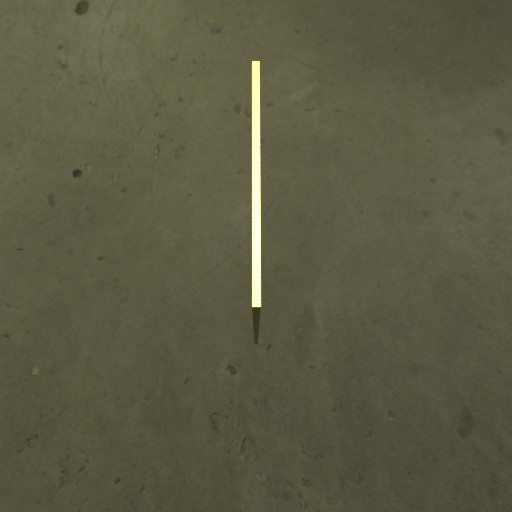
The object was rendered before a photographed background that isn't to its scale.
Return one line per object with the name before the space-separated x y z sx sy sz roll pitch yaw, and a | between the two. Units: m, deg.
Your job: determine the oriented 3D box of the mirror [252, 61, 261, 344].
mirror | 0.000 0.000 2.348 0.025 2.031 0.812 0 76 0
